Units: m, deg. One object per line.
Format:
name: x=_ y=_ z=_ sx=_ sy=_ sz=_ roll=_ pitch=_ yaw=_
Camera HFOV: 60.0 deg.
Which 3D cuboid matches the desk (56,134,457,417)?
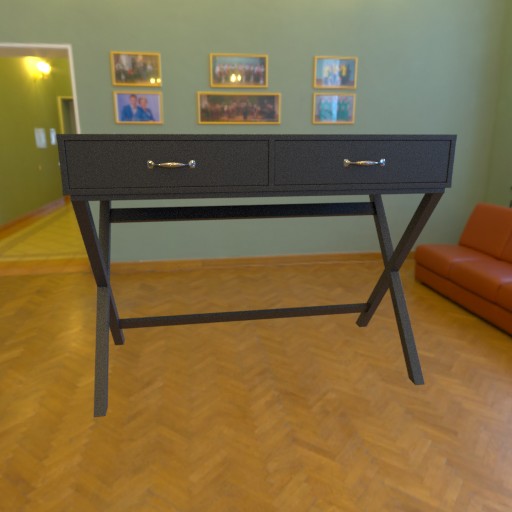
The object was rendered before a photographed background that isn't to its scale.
desk: x=0.000 y=0.000 z=1.480 sx=1.057 sy=0.780 sz=0.525 roll=-3 pitch=15 yaw=-10
